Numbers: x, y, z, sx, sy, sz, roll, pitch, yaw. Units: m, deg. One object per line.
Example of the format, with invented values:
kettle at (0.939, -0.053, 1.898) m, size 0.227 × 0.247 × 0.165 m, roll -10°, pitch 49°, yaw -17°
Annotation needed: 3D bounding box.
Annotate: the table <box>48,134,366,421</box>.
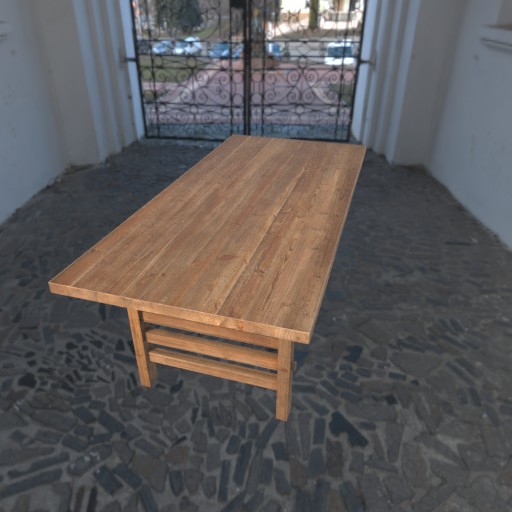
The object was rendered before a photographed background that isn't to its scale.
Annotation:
table at (0.000, 0.000, 2.487) m, size 0.952 × 0.760 × 2.003 m, roll 9°, pitch 32°, yaw 14°
